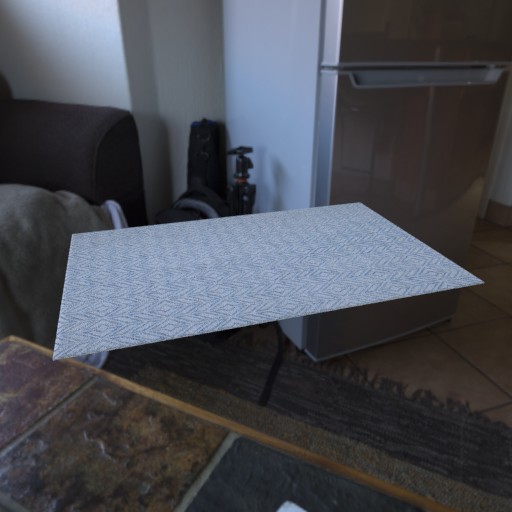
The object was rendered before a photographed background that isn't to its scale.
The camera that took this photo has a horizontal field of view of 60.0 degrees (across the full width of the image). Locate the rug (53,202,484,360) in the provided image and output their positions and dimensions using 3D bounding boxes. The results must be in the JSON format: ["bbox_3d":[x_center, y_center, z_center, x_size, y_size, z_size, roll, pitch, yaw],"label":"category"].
[{"bbox_3d":[0.000,0.000,3.029,2.441,0.008,1.526,-8,27,-15],"label":"rug"}]
